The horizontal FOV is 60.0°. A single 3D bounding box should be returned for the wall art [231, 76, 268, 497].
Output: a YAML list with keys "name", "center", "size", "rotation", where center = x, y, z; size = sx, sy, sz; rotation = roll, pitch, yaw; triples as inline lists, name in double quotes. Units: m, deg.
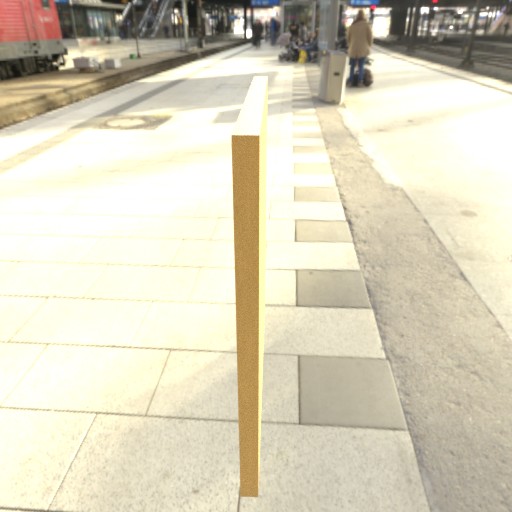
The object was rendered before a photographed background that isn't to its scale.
- name: "wall art"
  center: [0.000, 0.000, 2.811]
  size: [0.097, 1.936, 1.935]
  rotation: [1, 28, 2]
